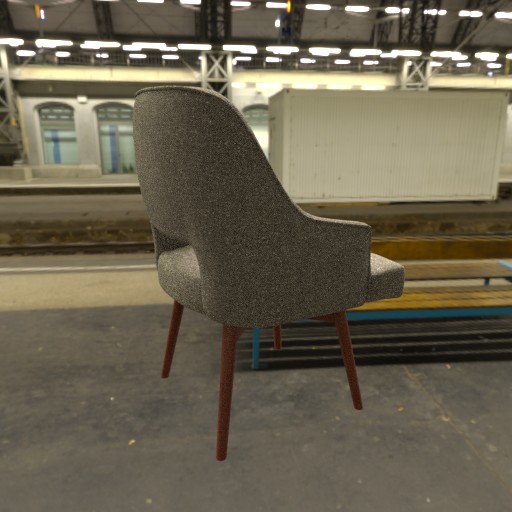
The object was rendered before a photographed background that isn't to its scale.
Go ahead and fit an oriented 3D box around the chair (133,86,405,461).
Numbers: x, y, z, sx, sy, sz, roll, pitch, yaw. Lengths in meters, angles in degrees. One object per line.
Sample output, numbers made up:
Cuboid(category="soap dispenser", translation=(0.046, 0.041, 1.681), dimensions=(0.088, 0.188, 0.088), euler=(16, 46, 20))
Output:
Cuboid(category="chair", translation=(0.000, 0.000, 1.281), dimensions=(0.629, 0.875, 0.608), euler=(-8, 16, -28))
